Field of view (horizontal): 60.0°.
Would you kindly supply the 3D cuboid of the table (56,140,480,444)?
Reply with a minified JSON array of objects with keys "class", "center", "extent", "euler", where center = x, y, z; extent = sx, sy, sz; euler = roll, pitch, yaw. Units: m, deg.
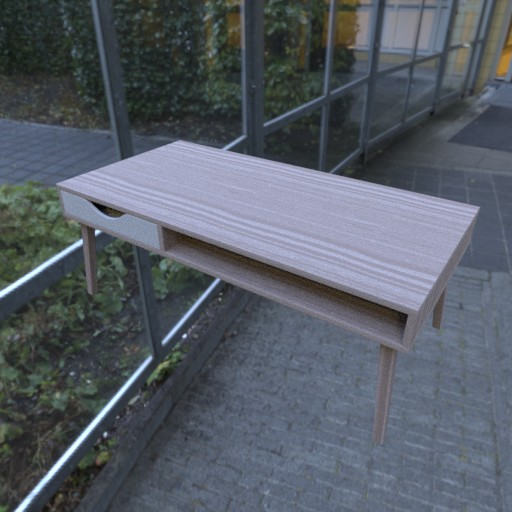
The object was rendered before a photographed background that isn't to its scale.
[{"class":"table","center":[0.000,0.000,1.506],"extent":[1.200,0.450,0.600],"euler":[19,36,29]}]
